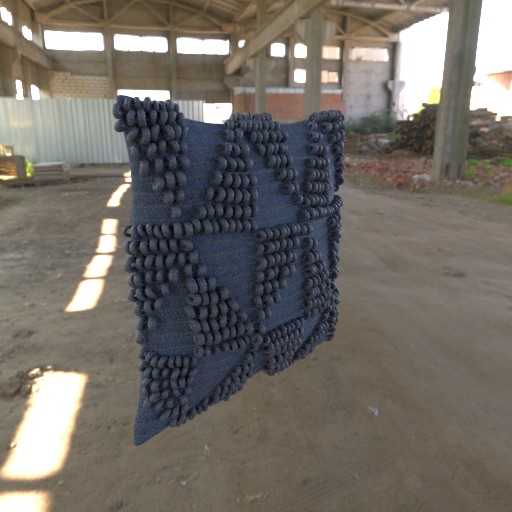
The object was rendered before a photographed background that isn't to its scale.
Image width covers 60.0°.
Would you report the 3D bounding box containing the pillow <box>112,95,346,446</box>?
[{"bbox_3d":[0.000,0.000,0.716,0.172,0.466,0.469,14,21,42],"label":"pillow"}]
